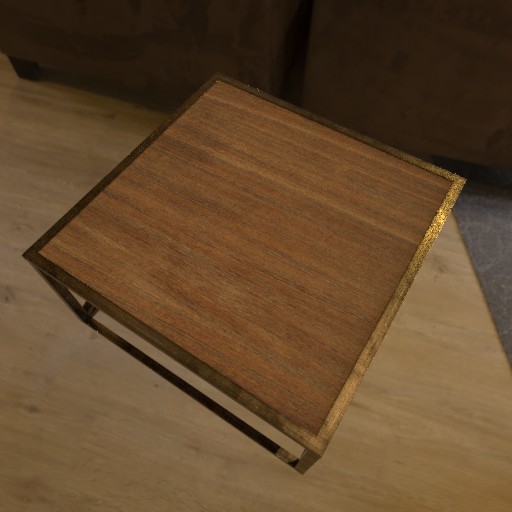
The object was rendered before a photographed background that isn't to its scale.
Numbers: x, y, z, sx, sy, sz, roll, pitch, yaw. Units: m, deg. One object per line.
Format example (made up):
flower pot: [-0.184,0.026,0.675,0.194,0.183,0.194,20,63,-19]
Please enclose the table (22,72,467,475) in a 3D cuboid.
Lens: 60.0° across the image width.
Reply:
table: [0.000,0.000,1.441,0.909,0.451,0.899,29,63,16]
